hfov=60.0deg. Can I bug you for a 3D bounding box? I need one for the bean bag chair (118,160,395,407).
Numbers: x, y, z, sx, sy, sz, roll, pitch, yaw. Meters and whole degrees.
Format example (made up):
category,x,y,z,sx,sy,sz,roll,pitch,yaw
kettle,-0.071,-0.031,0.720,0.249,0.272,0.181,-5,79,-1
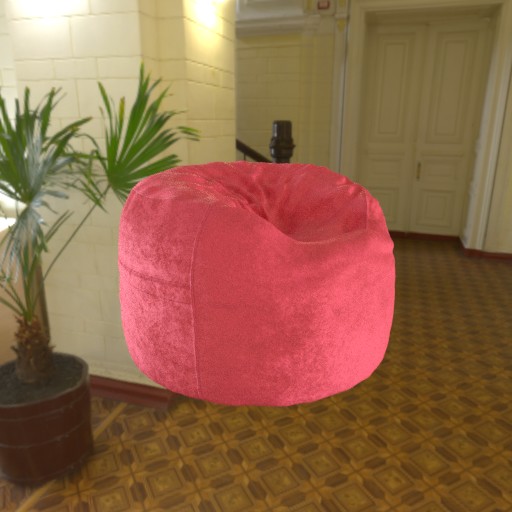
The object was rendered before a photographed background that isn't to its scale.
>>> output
category,x,y,z,sx,sy,sz,roll,pitch,yaw
bean bag chair,0.000,0.000,2.008,1.218,0.788,1.218,0,17,0
